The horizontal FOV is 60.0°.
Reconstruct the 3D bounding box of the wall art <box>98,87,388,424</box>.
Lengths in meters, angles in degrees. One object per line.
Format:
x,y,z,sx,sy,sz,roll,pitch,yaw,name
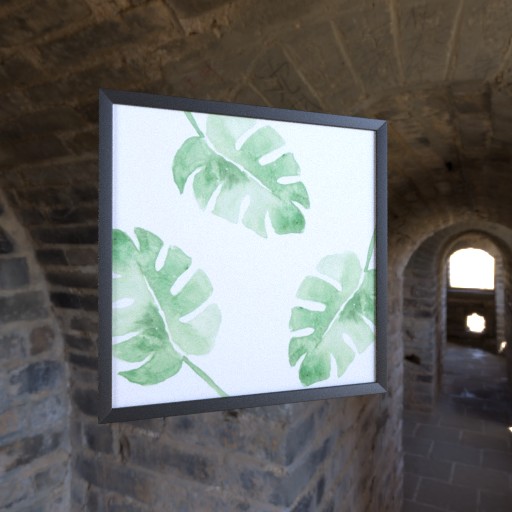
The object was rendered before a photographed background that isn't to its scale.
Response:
0.000,0.000,1.143,0.765,0.765,0.038,0,0,-18,wall art
